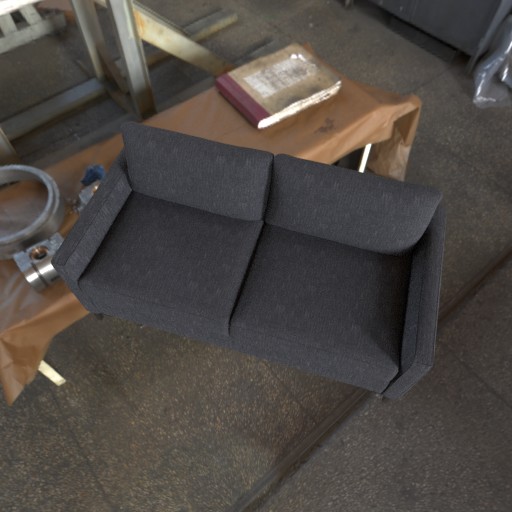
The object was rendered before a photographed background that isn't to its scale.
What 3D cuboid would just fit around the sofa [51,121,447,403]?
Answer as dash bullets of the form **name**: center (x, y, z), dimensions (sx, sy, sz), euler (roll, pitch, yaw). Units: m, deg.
- **sofa**: center (0.000, 0.000, 2.224), dimensions (1.716, 0.862, 0.866), euler (14, 59, 9)
